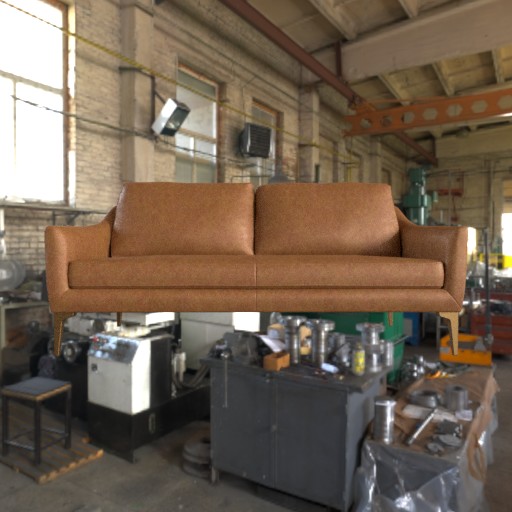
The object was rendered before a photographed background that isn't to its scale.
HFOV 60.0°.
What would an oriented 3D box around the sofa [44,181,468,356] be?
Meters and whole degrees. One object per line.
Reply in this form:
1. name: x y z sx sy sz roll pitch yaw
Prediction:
1. sofa: 0.000 0.000 2.571 2.036 0.945 0.981 0 1 0
